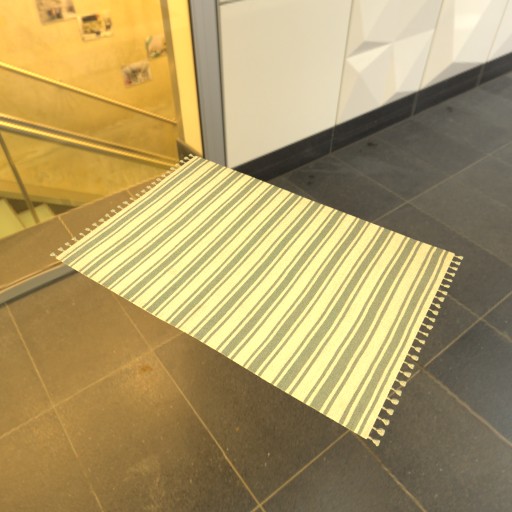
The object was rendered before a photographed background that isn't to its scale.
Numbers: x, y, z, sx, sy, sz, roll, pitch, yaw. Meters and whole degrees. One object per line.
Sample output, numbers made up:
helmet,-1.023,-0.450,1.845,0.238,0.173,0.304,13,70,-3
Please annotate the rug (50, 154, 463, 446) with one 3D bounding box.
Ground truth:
rug,0.000,0.000,3.050,2.410,0.011,1.539,25,50,23
